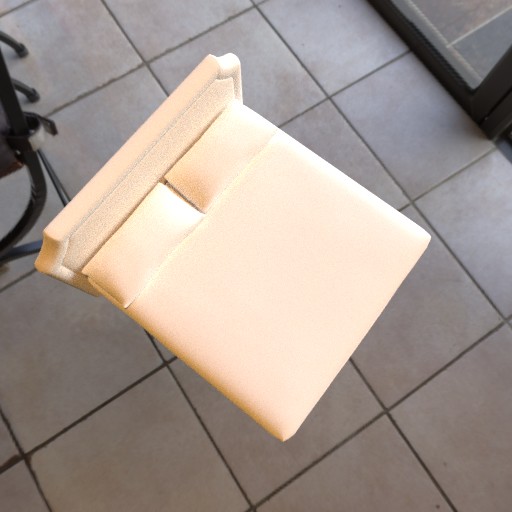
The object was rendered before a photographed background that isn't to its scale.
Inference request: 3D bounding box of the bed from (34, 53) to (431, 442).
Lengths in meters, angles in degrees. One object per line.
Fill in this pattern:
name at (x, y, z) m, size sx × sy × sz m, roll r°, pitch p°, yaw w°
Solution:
bed at (0.000, 0.000, 3.470) m, size 2.204 × 1.301 × 2.160 m, roll 37°, pitch 79°, yaw 9°
